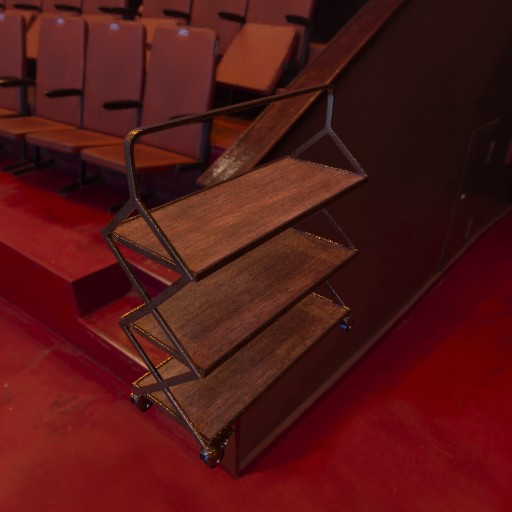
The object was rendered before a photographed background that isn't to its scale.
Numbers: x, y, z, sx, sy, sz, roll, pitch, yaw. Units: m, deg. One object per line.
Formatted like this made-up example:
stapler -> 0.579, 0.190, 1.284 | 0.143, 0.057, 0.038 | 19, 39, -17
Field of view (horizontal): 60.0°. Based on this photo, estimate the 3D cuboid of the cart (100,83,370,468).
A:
cart -> 0.000, 0.000, 1.197 | 0.313, 0.805, 0.723 | 23, 37, 33
